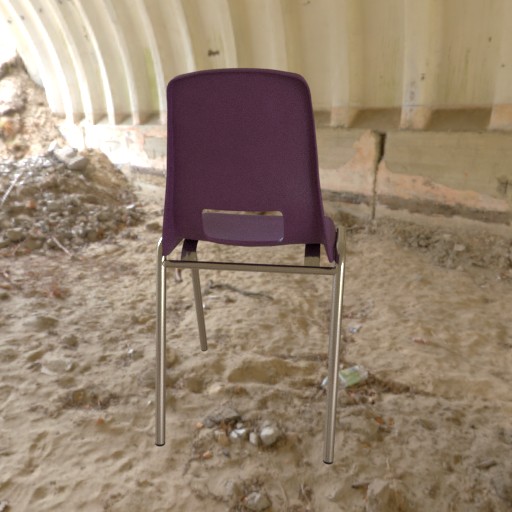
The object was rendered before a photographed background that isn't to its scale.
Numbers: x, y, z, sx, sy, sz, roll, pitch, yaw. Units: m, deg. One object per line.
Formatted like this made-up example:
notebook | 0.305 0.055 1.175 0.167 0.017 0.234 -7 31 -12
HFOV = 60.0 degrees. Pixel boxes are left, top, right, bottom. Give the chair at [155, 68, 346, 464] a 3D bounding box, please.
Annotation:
chair | 0.000 0.000 0.954 0.381 0.704 0.432 2 17 8
